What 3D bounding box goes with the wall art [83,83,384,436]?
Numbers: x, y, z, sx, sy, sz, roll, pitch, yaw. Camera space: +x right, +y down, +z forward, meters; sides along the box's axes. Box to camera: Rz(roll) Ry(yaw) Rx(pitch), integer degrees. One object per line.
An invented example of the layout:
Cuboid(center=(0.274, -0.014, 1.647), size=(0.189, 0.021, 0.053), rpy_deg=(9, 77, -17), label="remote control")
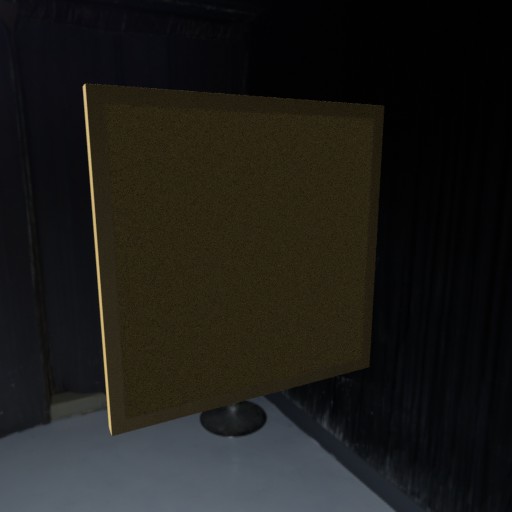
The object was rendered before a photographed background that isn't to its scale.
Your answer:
Cuboid(center=(0.000, 0.000, 2.852), size=(1.935, 1.936, 0.097), rpy_deg=(-6, 13, -27), label="wall art")
